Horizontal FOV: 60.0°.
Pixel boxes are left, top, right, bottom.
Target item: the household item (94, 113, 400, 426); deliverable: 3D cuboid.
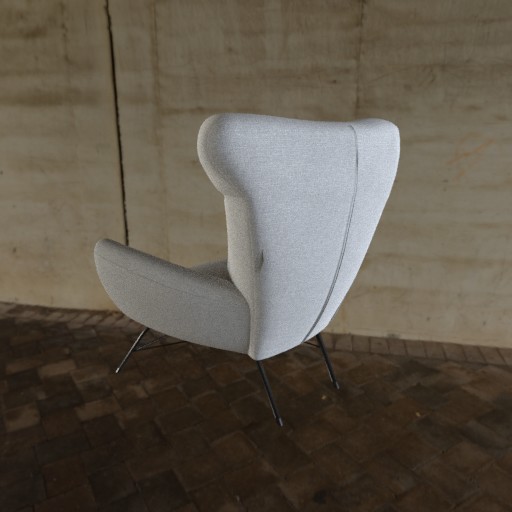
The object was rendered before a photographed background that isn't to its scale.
[{"bbox_3d":[0.000,0.000,1.763,0.900,1.050,0.980,15,22,42],"label":"household item"}]
